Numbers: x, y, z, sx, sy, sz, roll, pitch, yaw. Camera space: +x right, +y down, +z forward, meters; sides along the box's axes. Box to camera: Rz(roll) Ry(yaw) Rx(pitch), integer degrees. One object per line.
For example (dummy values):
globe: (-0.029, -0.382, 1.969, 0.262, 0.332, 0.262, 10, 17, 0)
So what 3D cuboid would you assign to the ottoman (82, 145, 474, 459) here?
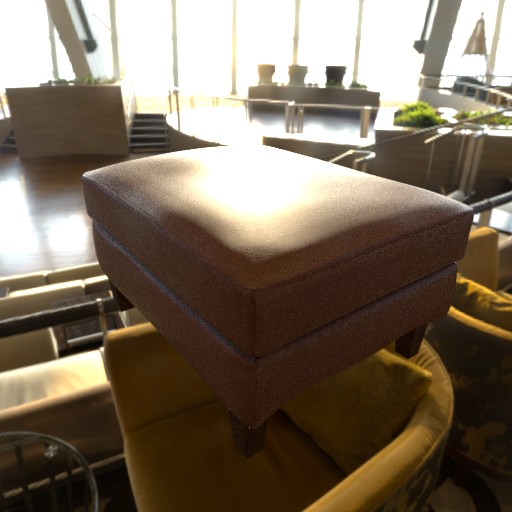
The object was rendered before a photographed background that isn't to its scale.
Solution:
ottoman: (0.000, 0.000, 1.210, 0.650, 0.485, 0.851, -18, 31, -32)
